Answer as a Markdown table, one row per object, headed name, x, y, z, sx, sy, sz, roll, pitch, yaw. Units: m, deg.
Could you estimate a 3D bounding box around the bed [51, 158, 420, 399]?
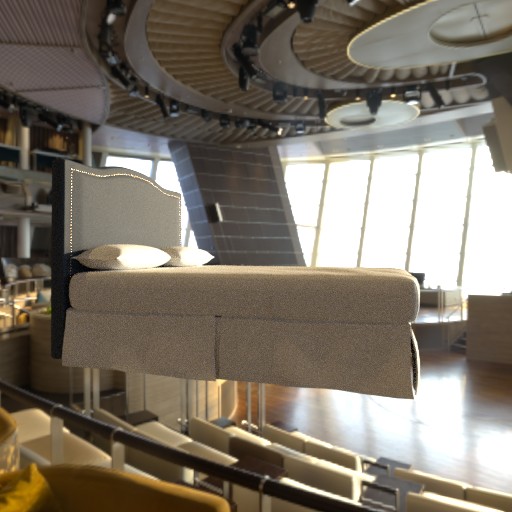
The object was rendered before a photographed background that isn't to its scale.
| name | x | y | z | sx | sy | sz | roll | pitch | yaw |
| --- | --- | --- | --- | --- | --- | --- | --- | --- | --- |
| bed | 0.000 | 0.000 | 3.370 | 2.282 | 1.436 | 1.821 | 0 | 0 | 17 |
